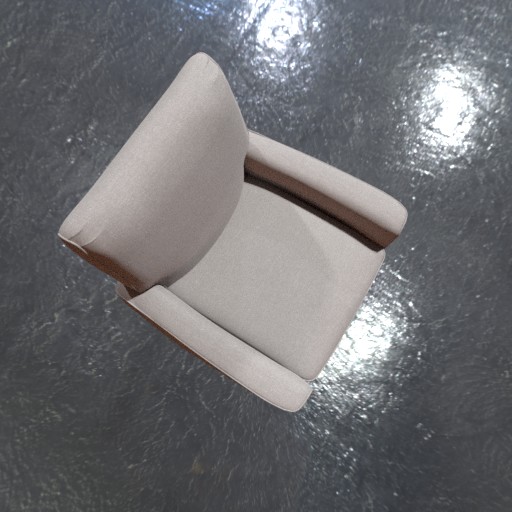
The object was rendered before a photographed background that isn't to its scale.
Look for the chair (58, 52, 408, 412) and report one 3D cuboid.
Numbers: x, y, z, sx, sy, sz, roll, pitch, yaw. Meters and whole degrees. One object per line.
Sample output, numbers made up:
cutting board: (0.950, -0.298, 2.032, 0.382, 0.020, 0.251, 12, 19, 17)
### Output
chair: (0.000, 0.000, 1.639, 0.859, 1.023, 0.845, 31, 77, 8)
